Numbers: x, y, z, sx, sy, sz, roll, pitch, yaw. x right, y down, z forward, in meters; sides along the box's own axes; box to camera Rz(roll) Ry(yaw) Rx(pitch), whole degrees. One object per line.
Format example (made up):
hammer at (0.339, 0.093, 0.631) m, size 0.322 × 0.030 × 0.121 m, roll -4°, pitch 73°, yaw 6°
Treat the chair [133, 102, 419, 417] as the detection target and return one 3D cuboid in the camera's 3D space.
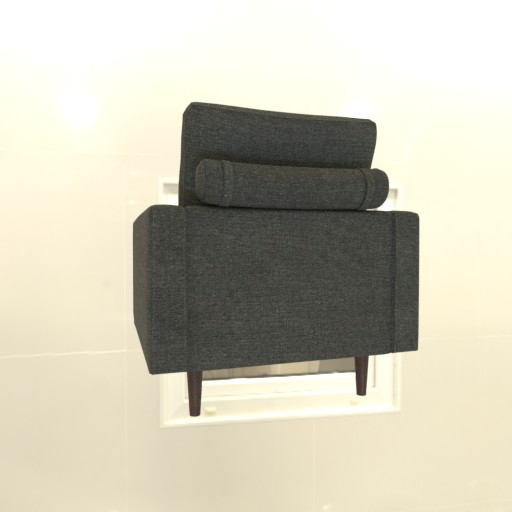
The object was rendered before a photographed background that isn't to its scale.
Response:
chair at (0.000, 0.000, 1.589) m, size 0.821 × 0.880 × 0.843 m, roll -1°, pitch 2°, yaw -18°
